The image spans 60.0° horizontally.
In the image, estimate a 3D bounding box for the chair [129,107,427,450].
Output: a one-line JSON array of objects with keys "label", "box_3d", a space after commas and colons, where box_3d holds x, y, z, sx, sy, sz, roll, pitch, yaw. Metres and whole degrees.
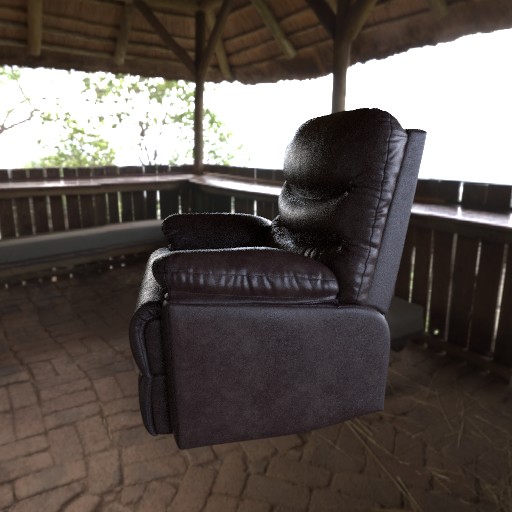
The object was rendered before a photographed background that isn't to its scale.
[{"label": "chair", "box_3d": [0.000, 0.000, 1.682, 0.879, 1.041, 0.940, -2, 14, -9]}]
